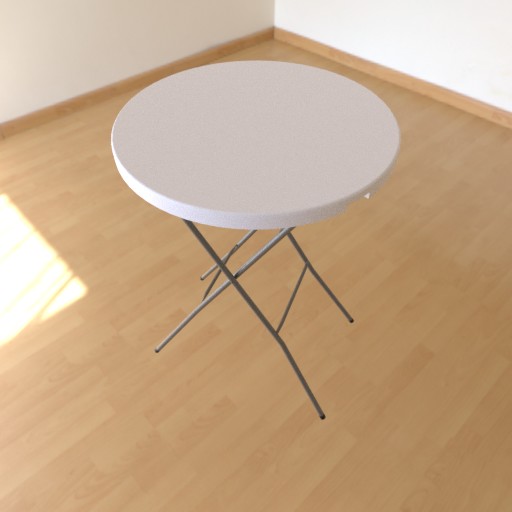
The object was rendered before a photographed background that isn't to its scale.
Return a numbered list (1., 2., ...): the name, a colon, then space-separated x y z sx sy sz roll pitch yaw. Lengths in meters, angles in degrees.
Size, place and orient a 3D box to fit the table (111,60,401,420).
1. table: 0.000 0.000 1.638 0.795 1.105 0.792 16 49 15
